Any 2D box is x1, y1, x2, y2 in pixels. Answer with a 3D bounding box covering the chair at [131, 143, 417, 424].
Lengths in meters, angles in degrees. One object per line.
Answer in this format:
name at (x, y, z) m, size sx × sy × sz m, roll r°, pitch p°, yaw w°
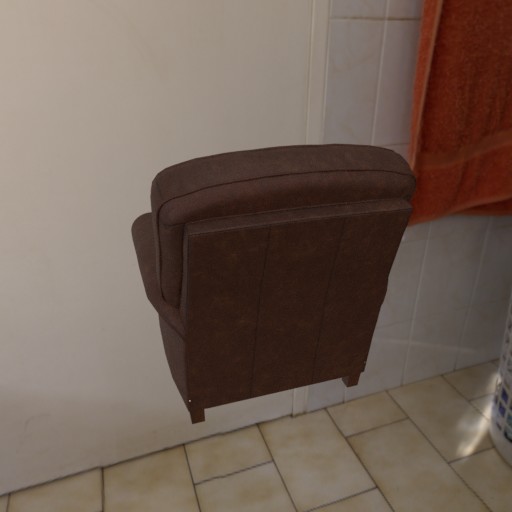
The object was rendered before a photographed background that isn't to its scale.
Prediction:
chair at (0.000, 0.000, 1.795) m, size 0.936 × 1.018 × 0.986 m, roll -8°, pitch 27°, yaw -16°
